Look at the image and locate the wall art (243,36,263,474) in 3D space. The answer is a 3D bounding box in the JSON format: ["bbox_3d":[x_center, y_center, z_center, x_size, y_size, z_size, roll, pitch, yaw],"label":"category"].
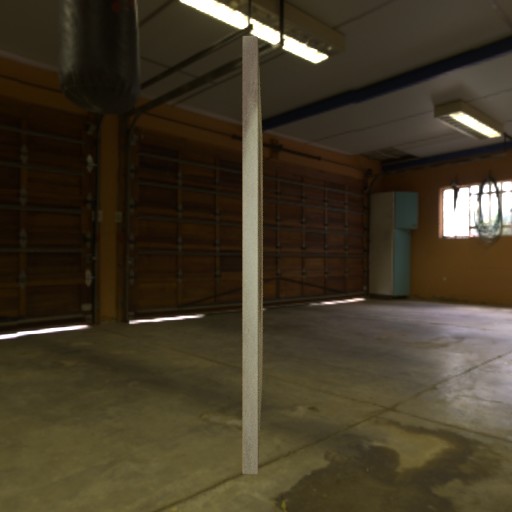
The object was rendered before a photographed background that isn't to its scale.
[{"bbox_3d":[0.000,0.000,1.151,0.027,0.762,0.762,0,0,2],"label":"wall art"}]
